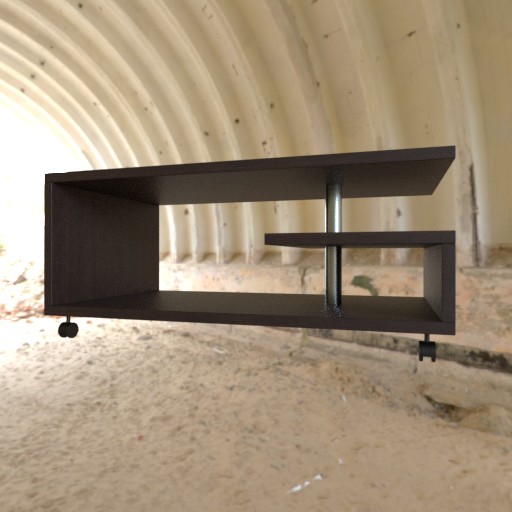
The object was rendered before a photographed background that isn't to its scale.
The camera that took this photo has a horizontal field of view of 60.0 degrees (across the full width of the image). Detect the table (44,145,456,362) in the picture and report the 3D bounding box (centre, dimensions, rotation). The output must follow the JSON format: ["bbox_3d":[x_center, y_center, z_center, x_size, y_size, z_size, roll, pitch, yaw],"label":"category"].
[{"bbox_3d":[0.000,0.000,1.356,1.050,0.460,0.590,0,0,17],"label":"table"}]
